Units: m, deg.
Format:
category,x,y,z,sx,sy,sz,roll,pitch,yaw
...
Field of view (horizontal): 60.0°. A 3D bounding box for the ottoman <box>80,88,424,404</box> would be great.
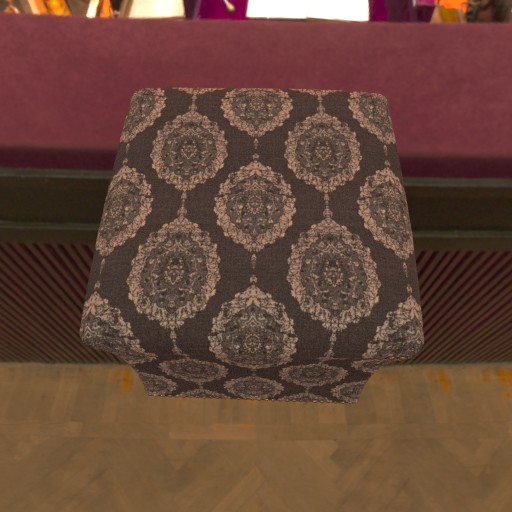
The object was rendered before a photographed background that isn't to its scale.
category,x,y,z,sx,sy,sz,roll,pitch,yaw
ottoman,0.000,0.000,0.892,0.497,0.475,0.507,2,62,1
